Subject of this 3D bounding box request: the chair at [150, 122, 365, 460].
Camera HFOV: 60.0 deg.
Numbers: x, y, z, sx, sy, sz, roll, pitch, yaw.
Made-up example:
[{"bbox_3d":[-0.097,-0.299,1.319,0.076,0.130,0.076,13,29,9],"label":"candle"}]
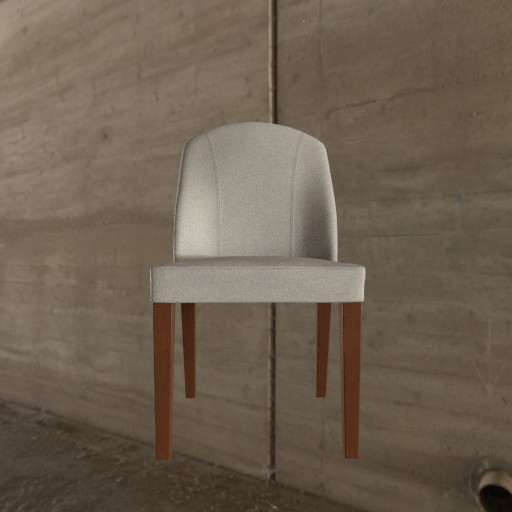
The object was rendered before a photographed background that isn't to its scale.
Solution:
[{"bbox_3d":[0.000,0.000,1.209,0.472,0.893,0.540,0,0,-1],"label":"chair"}]
